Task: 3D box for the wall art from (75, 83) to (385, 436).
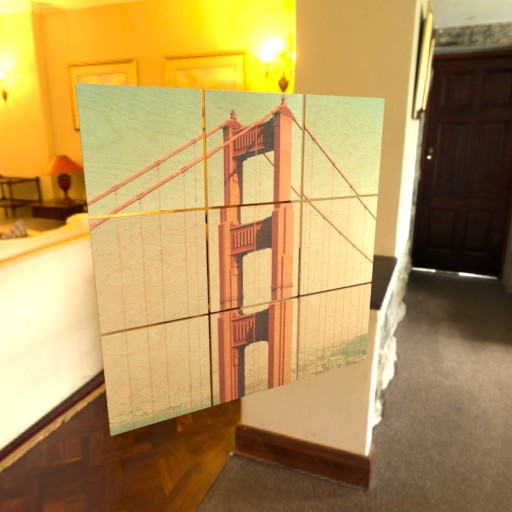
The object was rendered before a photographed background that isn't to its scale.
[{"bbox_3d":[0.000,0.000,2.187,1.517,1.523,0.013,-8,17,-27],"label":"wall art"}]
